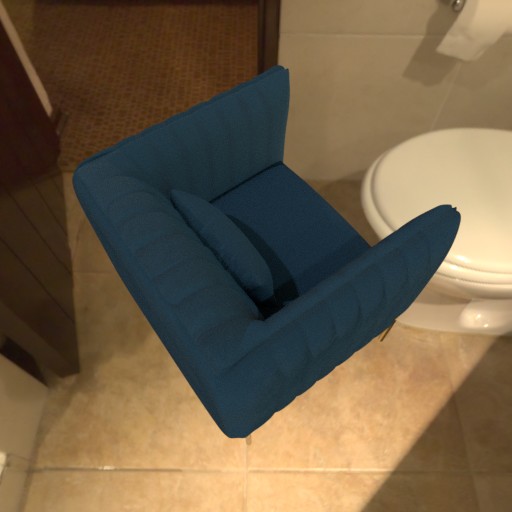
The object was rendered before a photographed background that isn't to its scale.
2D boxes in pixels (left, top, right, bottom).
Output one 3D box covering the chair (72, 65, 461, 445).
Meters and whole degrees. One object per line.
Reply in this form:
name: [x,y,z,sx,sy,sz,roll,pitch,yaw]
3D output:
chair: [0.000,0.000,1.629,0.877,0.793,0.947,-32,64,-18]
